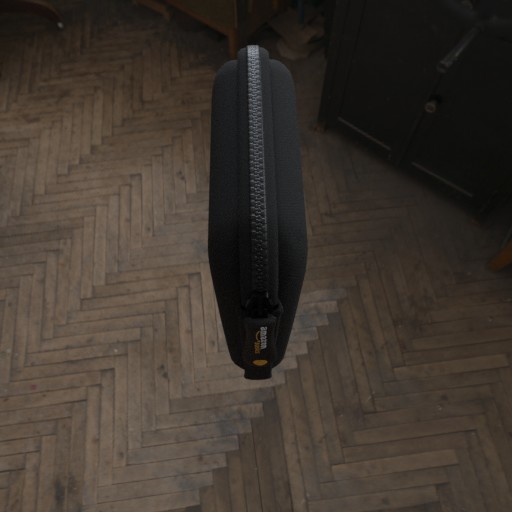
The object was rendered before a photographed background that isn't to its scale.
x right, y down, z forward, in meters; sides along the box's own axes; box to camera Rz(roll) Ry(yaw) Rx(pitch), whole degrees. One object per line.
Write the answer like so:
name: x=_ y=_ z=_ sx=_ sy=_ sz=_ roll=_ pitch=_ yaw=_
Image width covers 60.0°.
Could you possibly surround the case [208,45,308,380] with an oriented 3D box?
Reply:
case: x=0.000 y=0.000 z=0.192 sx=0.030 sy=0.147 sz=0.107 roll=-1 pitch=64 yaw=-1
